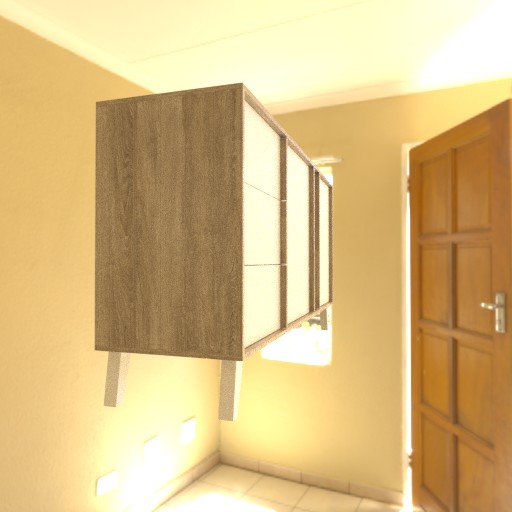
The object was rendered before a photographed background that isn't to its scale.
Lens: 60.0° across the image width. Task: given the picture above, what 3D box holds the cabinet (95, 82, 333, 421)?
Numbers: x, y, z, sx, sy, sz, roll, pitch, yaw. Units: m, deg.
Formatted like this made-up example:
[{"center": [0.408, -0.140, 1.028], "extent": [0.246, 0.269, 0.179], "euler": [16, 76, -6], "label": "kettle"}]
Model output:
[{"center": [0.000, 0.000, 1.962], "extent": [0.450, 0.870, 1.600], "euler": [0, -1, 18], "label": "cabinet"}]
